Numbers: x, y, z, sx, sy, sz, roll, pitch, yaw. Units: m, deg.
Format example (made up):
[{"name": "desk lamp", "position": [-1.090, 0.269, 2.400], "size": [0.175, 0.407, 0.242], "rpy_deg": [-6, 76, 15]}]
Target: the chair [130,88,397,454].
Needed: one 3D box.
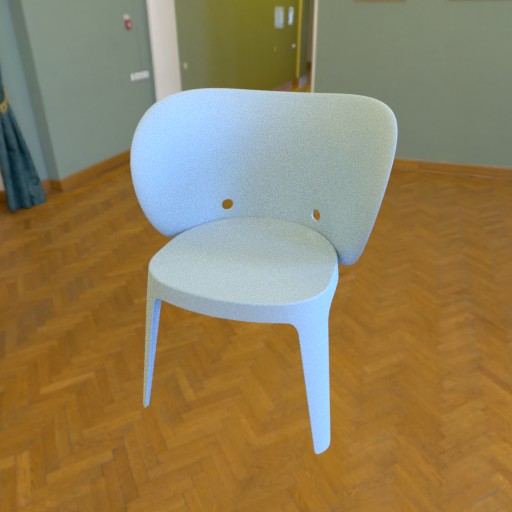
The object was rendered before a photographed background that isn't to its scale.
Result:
[{"name": "chair", "position": [0.000, 0.000, 0.847], "size": [0.451, 0.554, 0.402], "rpy_deg": [9, 29, 16]}]
